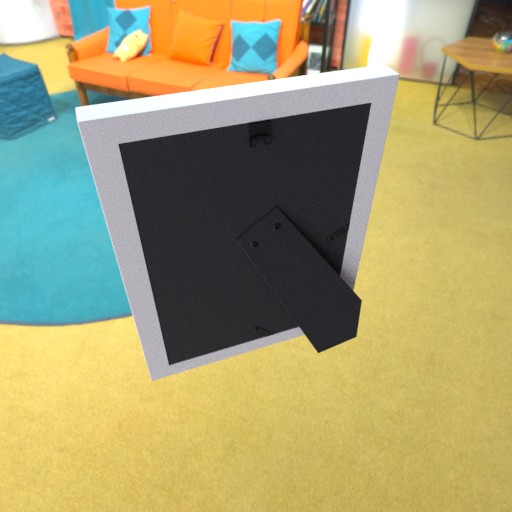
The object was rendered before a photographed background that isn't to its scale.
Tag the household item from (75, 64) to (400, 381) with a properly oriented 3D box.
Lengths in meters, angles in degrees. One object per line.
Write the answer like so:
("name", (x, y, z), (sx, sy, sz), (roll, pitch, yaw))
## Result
("household item", (0.000, 0.000, 0.342), (0.200, 0.250, 0.045), (-14, 44, -15))
